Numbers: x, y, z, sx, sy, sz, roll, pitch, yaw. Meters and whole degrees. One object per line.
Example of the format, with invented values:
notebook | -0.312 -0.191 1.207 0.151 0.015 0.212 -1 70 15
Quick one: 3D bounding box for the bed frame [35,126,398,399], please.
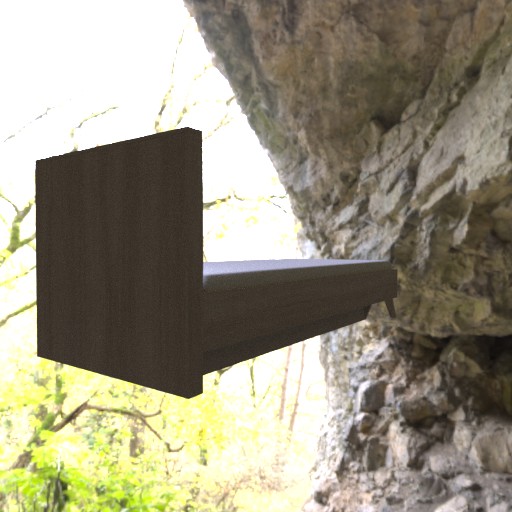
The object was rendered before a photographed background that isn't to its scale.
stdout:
bed frame | 0.000 0.000 2.646 0.990 0.920 2.140 1 2 36
